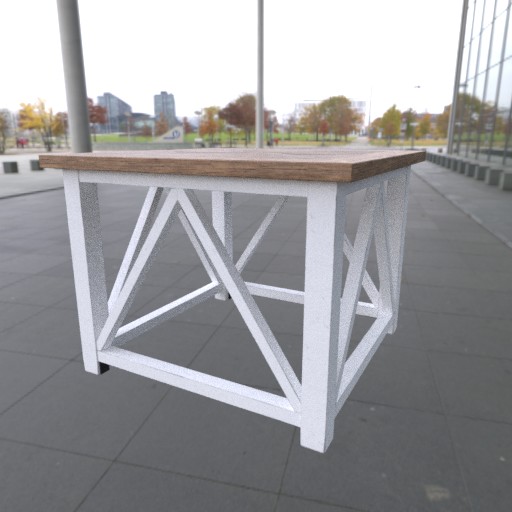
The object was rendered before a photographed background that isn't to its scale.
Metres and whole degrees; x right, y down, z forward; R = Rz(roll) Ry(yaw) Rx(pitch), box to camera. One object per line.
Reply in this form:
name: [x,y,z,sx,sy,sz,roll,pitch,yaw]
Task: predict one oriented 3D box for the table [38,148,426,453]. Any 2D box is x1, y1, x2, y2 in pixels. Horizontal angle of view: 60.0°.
table: [0.000,0.000,1.169,0.700,0.532,0.700,8,17,28]
